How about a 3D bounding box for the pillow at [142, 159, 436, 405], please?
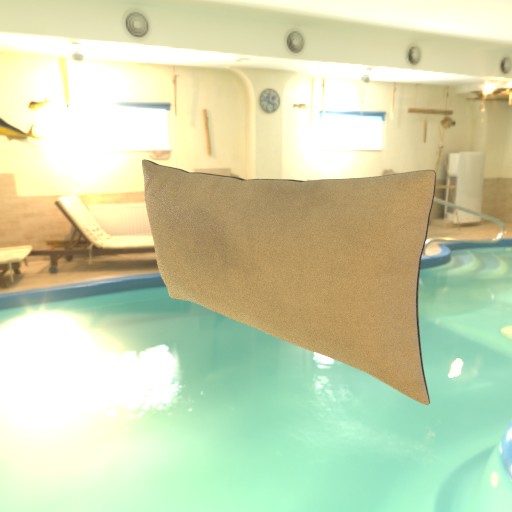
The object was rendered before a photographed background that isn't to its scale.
[{"bbox_3d":[0.000,0.000,0.739,0.156,0.305,0.608,-13,19,-42],"label":"pillow"}]
